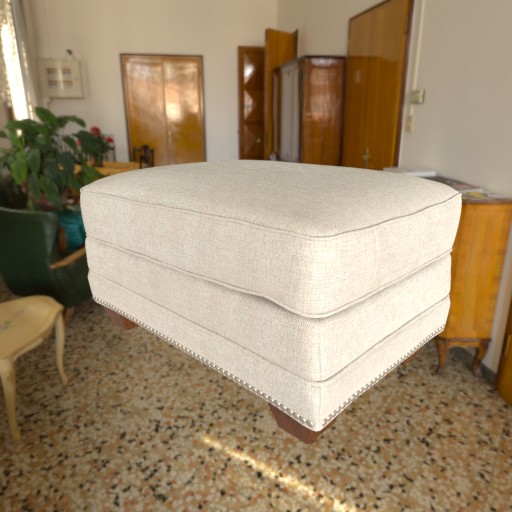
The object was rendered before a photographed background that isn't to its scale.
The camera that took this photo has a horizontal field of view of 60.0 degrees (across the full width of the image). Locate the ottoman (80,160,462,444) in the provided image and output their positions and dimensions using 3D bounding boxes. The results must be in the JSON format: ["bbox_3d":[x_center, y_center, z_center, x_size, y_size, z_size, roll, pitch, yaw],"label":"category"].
[{"bbox_3d":[0.000,0.000,1.120,0.813,0.458,0.559,17,24,42],"label":"ottoman"}]
